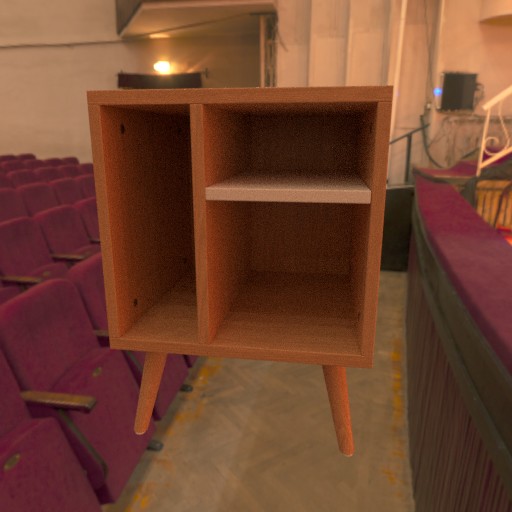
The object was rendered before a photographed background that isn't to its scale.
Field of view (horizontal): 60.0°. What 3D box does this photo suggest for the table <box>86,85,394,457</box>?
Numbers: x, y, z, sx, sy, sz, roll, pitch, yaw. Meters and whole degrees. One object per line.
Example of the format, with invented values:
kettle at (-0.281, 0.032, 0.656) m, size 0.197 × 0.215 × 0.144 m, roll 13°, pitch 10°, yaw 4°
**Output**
table at (0.000, 0.000, 0.827) m, size 0.400 × 0.550 × 0.400 m, roll 2°, pitch 15°, yaw 9°
